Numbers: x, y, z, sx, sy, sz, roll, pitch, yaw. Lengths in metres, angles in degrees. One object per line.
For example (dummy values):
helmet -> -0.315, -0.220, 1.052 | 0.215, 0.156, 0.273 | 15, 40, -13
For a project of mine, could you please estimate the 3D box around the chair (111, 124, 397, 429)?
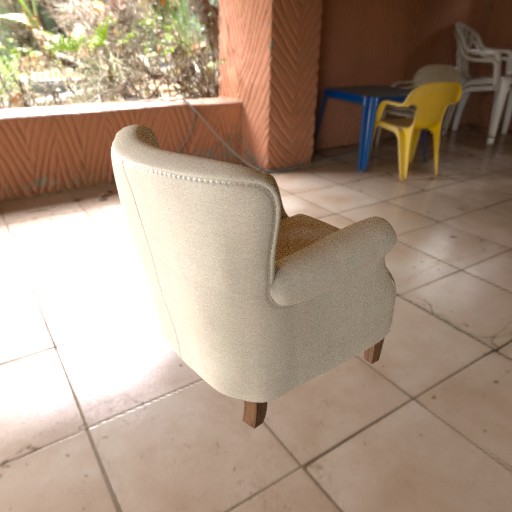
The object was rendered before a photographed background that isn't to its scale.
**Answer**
chair -> 0.000, 0.000, 1.682 | 0.921, 0.936, 0.861 | -17, 31, -30
